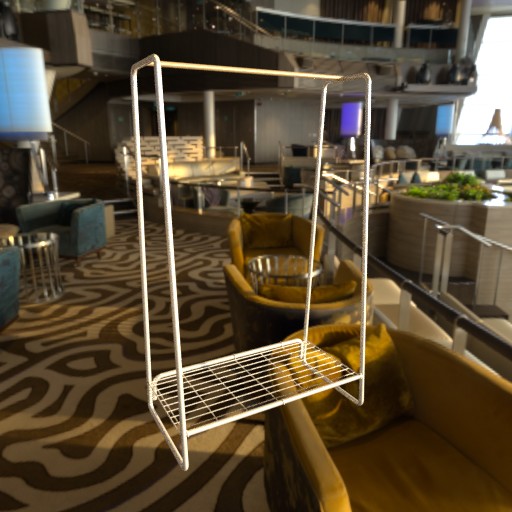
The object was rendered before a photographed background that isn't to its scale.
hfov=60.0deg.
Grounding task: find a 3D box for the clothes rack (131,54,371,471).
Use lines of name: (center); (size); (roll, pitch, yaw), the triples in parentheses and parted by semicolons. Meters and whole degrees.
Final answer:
clothes rack: (0.000, 0.000, 1.911); (0.900, 1.500, 0.495); (-8, 17, -28)
